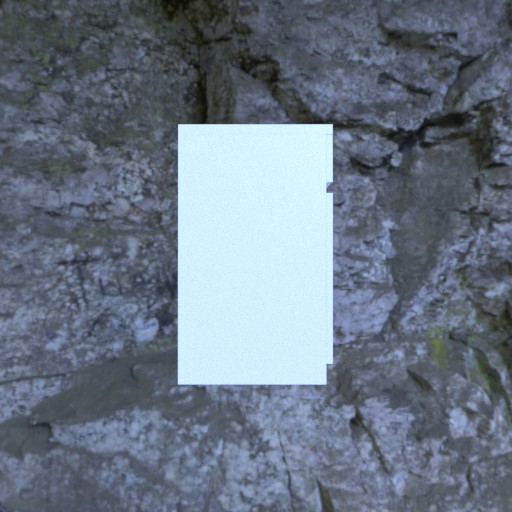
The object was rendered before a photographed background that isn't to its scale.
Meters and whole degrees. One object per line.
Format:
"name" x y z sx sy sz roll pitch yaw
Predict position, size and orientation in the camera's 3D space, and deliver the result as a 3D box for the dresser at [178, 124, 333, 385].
"dresser" 0.000 0.000 2.531 0.500 0.840 2.200 0 0 0
